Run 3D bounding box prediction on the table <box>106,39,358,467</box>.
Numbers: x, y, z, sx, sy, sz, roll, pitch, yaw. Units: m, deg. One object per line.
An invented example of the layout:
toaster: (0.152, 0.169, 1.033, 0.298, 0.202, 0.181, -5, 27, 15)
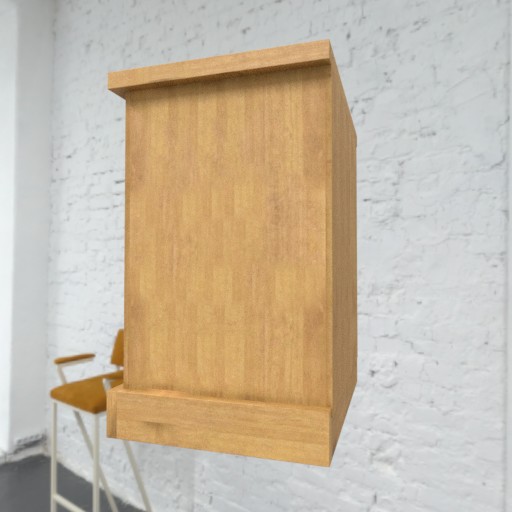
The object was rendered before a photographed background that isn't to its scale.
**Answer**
table: (0.000, 0.000, 1.227, 0.500, 0.813, 0.660, 0, -1, 17)
